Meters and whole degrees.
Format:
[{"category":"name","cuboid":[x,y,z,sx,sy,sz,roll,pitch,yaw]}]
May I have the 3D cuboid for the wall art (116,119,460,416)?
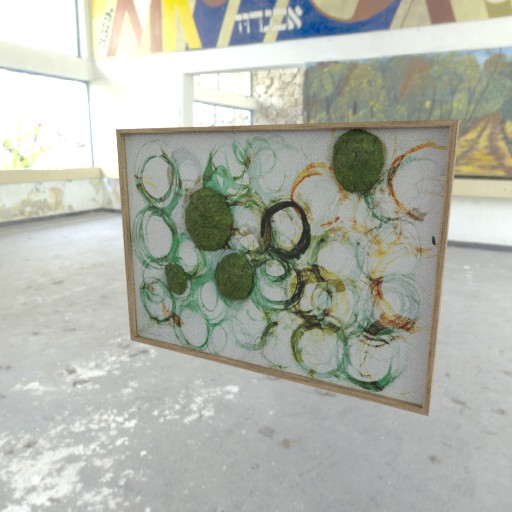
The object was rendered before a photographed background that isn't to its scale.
[{"category":"wall art","cuboid":[0.000,0.000,1.076,0.841,0.609,0.063,7,15,27]}]
